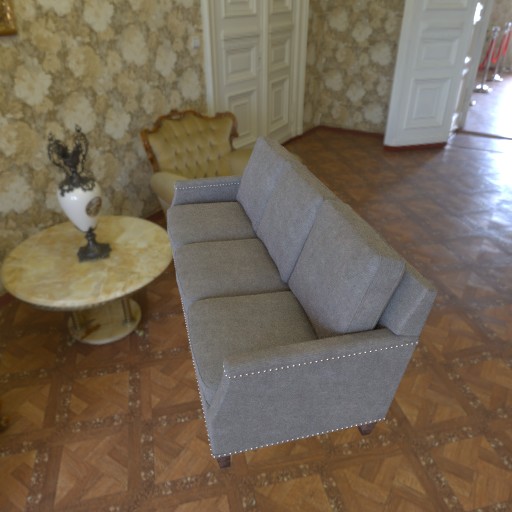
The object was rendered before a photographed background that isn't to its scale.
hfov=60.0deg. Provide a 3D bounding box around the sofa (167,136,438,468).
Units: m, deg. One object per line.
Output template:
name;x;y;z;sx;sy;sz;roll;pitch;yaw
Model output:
sofa;0.000;0.000;2.858;1.034;1.042;2.226;-7;31;-12
